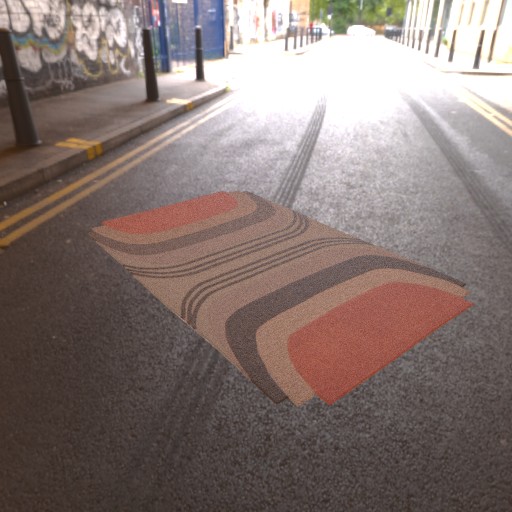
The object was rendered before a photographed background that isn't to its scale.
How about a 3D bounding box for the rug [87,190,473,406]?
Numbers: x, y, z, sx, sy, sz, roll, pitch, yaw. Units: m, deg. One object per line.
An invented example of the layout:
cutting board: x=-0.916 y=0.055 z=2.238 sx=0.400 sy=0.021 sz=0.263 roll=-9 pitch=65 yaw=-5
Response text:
rug: x=0.000 y=0.000 z=3.005 sx=1.530 sy=0.017 sz=2.446 roll=-20 pitch=34 yaw=-34
